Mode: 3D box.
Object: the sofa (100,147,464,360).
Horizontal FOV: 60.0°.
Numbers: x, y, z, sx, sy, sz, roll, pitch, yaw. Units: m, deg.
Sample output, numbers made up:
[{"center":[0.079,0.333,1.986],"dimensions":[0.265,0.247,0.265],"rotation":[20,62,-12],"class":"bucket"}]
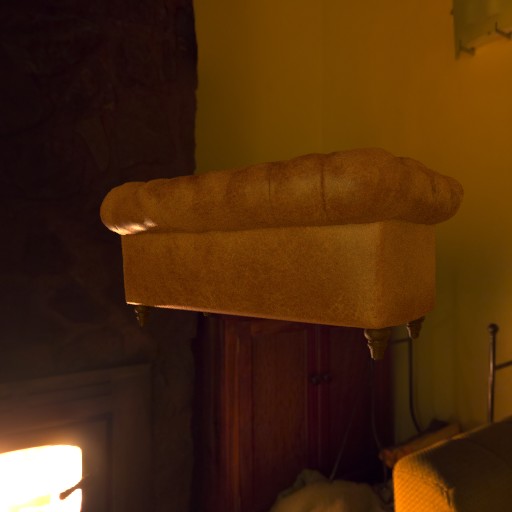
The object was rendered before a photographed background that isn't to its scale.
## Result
[{"center":[0.000,0.000,2.480],"dimensions":[1.979,0.877,1.042],"rotation":[0,0,37],"class":"sofa"}]
